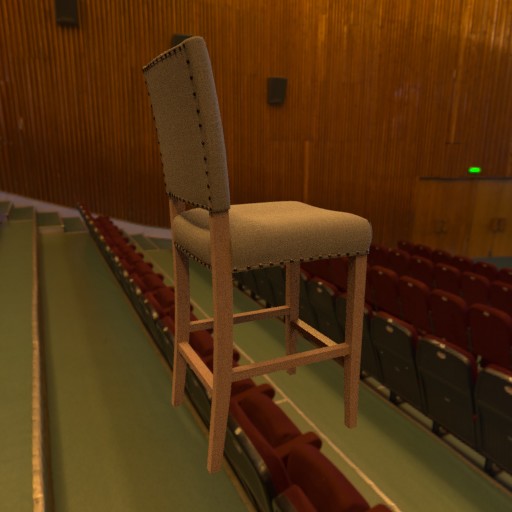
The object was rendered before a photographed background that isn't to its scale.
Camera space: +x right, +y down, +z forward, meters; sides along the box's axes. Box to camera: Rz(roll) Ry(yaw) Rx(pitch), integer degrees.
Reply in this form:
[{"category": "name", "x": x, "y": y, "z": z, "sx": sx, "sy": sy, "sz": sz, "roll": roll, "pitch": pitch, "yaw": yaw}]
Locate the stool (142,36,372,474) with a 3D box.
[{"category": "stool", "x": 0.000, "y": 0.000, "z": 1.431, "sx": 0.585, "sy": 1.173, "sz": 0.445, "roll": -7, "pitch": 16, "yaw": -26}]
